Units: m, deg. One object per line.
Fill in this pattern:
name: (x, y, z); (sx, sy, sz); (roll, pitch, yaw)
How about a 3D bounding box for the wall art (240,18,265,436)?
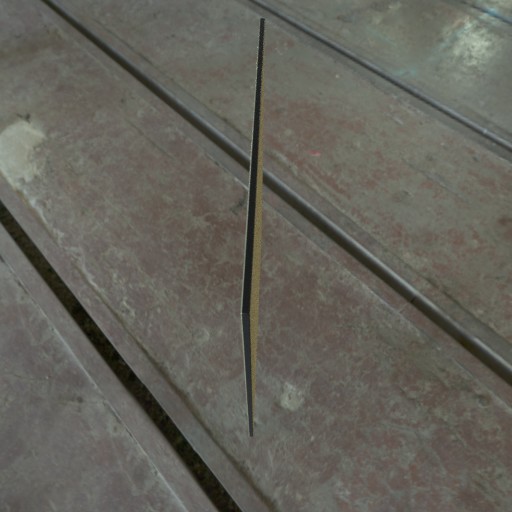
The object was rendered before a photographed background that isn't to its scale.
wall art: (0.000, 0.000, 0.763); (0.009, 0.559, 0.483); (2, 57, 1)
